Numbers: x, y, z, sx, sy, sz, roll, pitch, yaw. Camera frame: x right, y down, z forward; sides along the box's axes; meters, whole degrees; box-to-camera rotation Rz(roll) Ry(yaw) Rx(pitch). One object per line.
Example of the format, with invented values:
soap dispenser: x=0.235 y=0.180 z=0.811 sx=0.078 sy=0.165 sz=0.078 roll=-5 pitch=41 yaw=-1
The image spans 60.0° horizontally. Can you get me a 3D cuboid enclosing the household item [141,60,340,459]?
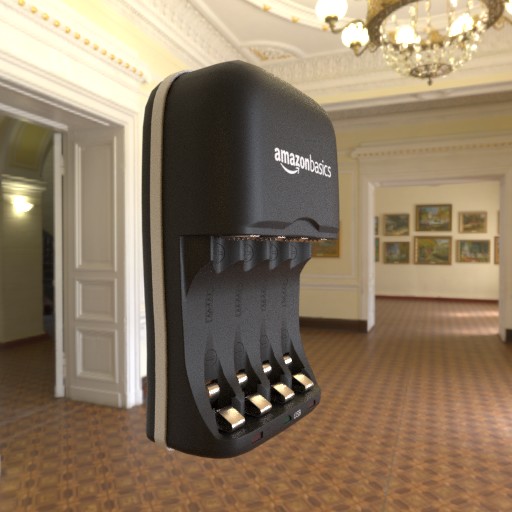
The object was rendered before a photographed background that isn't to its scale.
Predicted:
household item: x=0.000 y=0.000 z=0.147 sx=0.038 sy=0.114 sz=0.070 roll=1 pitch=1 yaw=35
